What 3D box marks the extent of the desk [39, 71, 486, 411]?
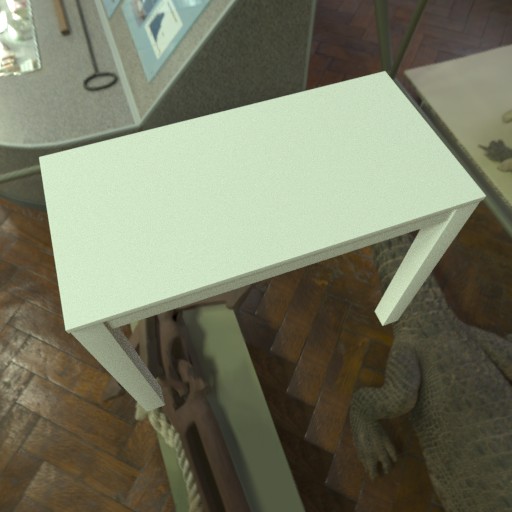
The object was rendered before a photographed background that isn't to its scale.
[{"bbox_3d":[0.000,0.000,1.417,0.990,0.762,0.497,-17,60,-10],"label":"desk"}]
